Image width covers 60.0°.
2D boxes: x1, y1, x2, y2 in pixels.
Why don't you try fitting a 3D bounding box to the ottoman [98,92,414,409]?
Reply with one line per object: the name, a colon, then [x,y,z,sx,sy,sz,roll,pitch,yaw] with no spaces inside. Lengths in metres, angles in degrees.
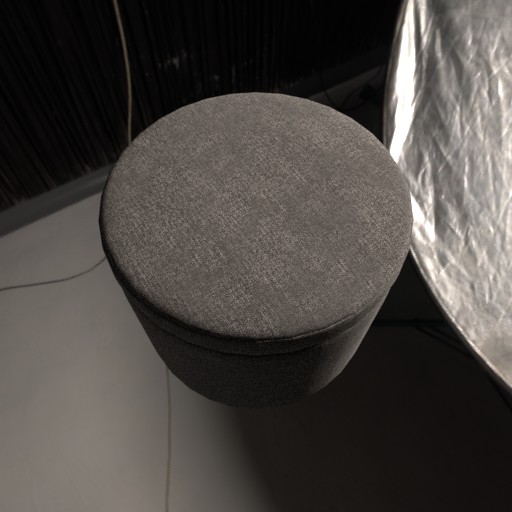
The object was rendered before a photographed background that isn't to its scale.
ottoman: [0.000,0.000,0.867,0.500,0.419,0.500,0,58,0]
